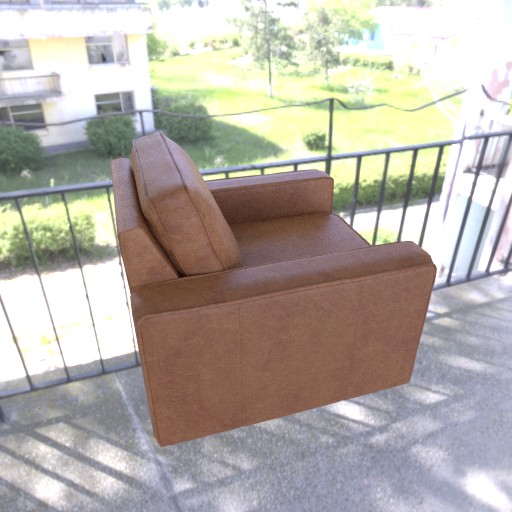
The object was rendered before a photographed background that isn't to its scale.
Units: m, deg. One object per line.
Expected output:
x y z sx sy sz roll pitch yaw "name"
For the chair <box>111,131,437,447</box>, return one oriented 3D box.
0.000 0.000 1.773 1.027 0.901 0.987 -11 33 -17 "chair"
